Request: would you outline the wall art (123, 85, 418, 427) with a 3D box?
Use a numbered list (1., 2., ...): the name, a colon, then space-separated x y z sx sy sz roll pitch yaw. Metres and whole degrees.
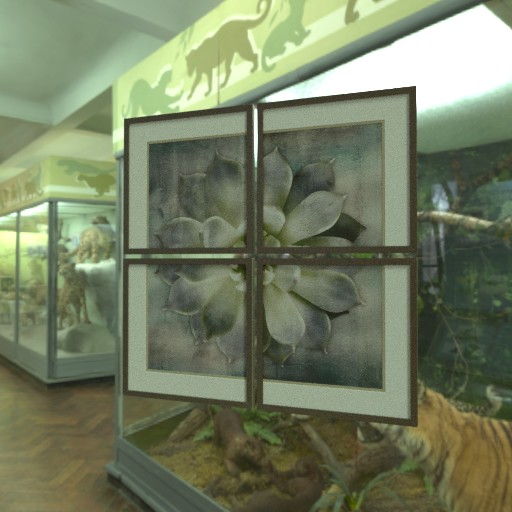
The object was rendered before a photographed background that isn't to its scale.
1. wall art: 0.000 0.000 1.508 1.032 1.032 0.030 0 -1 18
